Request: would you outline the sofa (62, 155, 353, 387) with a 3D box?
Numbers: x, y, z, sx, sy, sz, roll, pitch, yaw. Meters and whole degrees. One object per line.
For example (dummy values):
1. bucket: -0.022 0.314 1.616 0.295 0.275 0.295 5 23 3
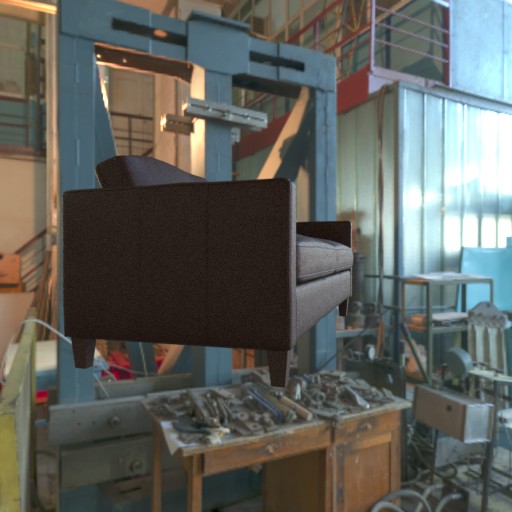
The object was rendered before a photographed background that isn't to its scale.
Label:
1. sofa: 0.000 0.000 2.451 0.923 0.863 1.971 0 0 18
